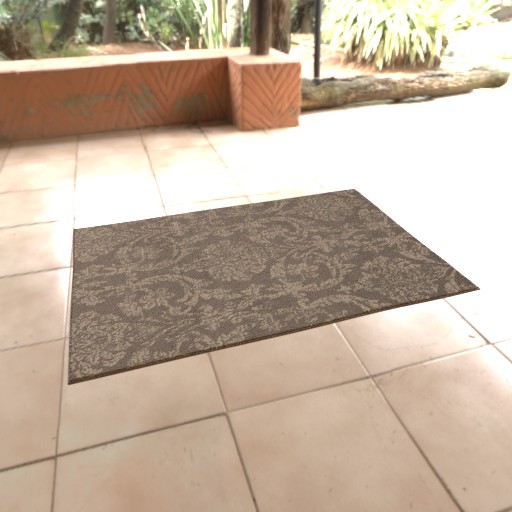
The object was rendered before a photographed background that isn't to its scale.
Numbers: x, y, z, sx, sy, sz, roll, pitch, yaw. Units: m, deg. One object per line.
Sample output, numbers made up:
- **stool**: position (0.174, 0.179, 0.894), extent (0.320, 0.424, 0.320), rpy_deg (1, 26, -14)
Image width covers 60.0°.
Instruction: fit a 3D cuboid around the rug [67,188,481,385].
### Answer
- **rug**: position (0.000, 0.000, 2.314), extent (1.824, 0.012, 1.206), rpy_deg (-10, 34, -15)
